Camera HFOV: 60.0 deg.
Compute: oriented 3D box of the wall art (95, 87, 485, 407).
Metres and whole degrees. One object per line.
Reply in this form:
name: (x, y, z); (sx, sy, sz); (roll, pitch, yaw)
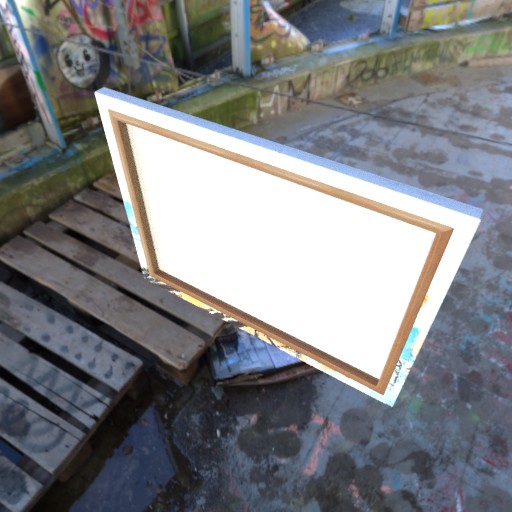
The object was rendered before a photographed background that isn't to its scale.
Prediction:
wall art: (0.000, 0.000, 1.300); (1.016, 0.762, 0.038); (24, 50, 22)
